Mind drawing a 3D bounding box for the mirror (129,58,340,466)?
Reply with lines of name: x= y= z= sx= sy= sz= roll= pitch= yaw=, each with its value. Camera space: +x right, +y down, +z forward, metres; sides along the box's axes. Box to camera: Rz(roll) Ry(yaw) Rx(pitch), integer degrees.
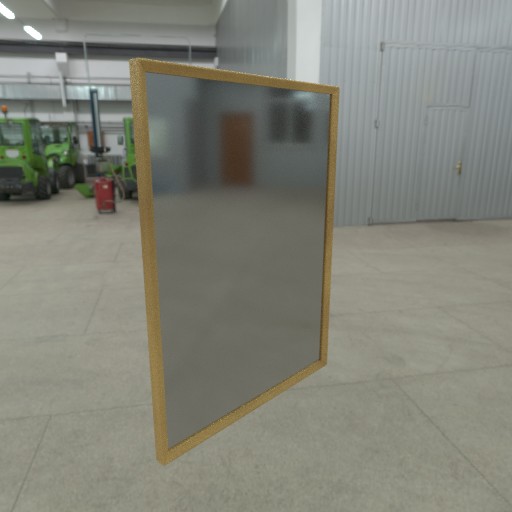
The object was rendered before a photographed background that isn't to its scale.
mirror: x=0.000 y=0.000 z=1.341 sx=0.041 sy=1.016 sz=0.762 roll=14 pitch=20 yaw=42
